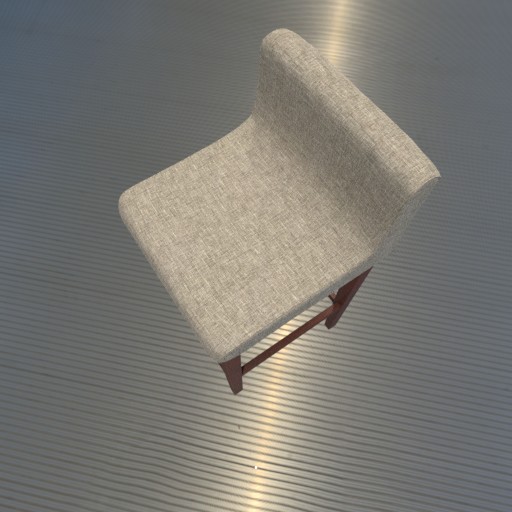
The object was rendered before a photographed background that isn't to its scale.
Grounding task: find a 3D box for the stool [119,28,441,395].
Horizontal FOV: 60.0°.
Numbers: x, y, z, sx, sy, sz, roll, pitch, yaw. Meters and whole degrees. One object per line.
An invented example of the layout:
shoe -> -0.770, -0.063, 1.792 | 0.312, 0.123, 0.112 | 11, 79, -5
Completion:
stool -> 0.000, 0.000, 1.080 | 0.459, 0.835, 0.417 | -32, 69, -14
